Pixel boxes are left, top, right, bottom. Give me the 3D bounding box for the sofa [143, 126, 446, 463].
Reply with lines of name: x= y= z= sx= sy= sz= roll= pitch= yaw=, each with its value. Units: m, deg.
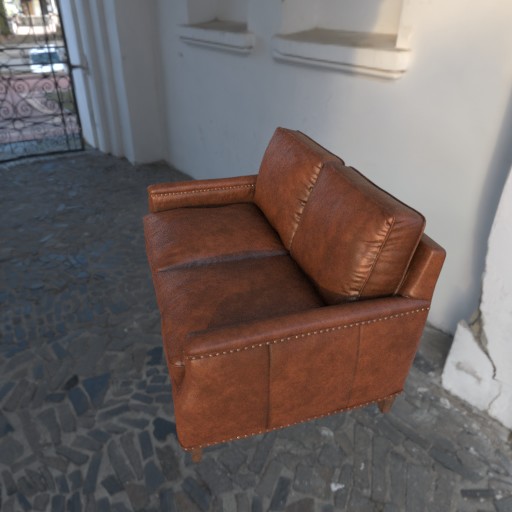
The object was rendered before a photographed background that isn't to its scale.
sofa: x=0.000 y=0.000 z=2.327 sx=1.083 sy=1.003 sz=1.628 roll=-9 pitch=32 yaw=-14
